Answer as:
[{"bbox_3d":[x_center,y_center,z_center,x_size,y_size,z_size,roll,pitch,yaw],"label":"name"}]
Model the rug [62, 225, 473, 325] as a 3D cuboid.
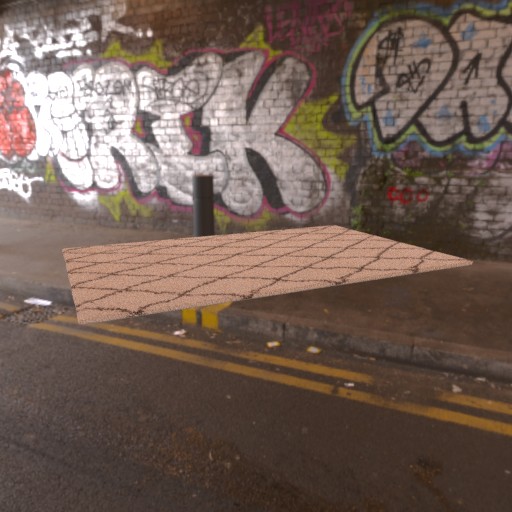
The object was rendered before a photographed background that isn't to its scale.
[{"bbox_3d":[0.000,0.000,3.494,2.743,0.030,1.778,-6,15,-25],"label":"rug"}]
